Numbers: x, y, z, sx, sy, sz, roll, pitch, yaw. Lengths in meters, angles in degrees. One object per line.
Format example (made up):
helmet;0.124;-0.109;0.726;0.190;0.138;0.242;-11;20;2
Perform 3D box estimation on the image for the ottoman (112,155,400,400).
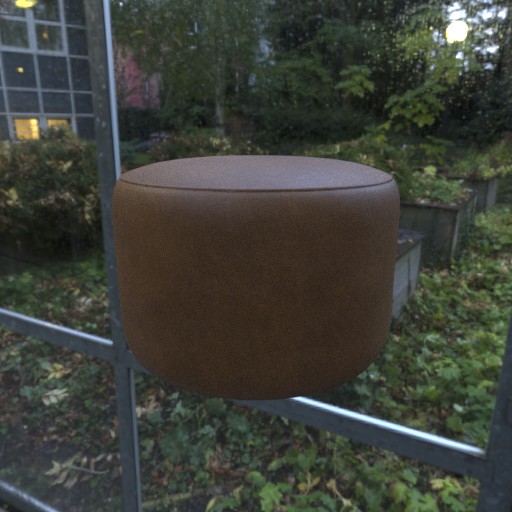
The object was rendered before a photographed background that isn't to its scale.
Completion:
ottoman;0.000;0.000;1.012;0.607;0.438;0.607;0;16;0
